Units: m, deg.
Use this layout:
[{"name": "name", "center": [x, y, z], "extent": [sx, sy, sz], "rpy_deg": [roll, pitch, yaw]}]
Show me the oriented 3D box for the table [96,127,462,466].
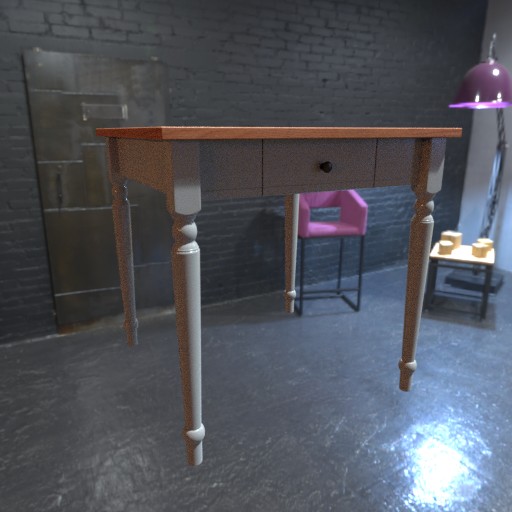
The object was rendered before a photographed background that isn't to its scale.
[{"name": "table", "center": [0.000, 0.000, 1.335], "extent": [0.747, 0.738, 0.747], "rpy_deg": [-8, 18, -26]}]
